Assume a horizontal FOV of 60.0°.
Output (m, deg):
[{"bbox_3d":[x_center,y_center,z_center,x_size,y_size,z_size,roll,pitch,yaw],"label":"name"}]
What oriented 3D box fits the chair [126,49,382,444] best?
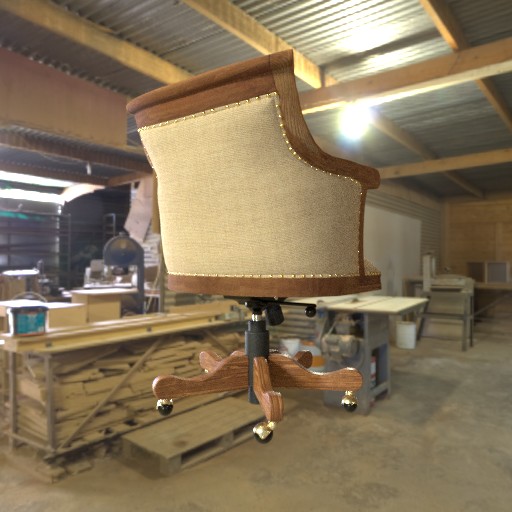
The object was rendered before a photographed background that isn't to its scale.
[{"bbox_3d":[0.000,0.000,1.420,0.656,0.965,0.689,0,0,37],"label":"chair"}]
